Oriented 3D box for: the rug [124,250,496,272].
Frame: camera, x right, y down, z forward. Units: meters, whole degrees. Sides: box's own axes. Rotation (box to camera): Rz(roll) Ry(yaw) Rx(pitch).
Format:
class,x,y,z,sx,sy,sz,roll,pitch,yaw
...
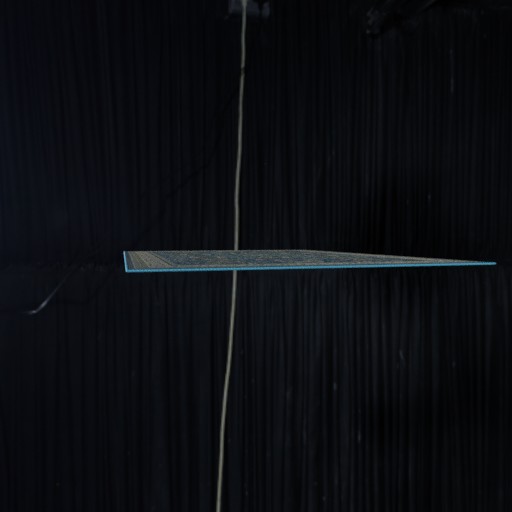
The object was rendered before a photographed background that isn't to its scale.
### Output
class,x,y,z,sx,sy,sz,roll,pitch,yaw
rug,0.000,0.000,3.909,2.226,0.015,3.044,-1,2,-17
